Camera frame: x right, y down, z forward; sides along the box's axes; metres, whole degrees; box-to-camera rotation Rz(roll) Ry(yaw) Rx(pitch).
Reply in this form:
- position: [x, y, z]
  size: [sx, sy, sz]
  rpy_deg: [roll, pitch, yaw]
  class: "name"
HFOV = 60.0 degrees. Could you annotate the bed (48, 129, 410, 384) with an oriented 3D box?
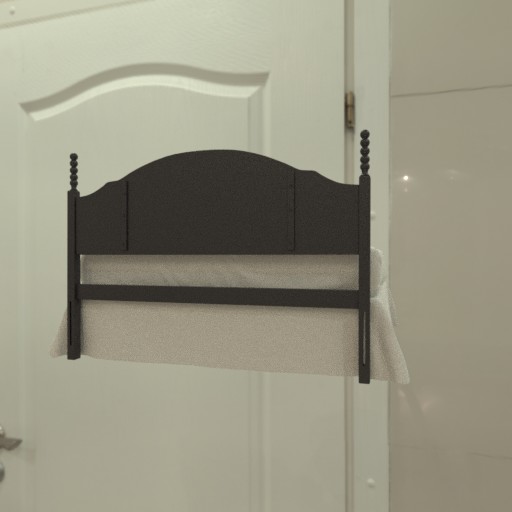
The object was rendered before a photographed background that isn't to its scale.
- position: [0.000, 0.000, 3.666]
  size: [2.322, 1.355, 2.219]
  rpy_deg: [0, 0, 17]
  class: "bed"
